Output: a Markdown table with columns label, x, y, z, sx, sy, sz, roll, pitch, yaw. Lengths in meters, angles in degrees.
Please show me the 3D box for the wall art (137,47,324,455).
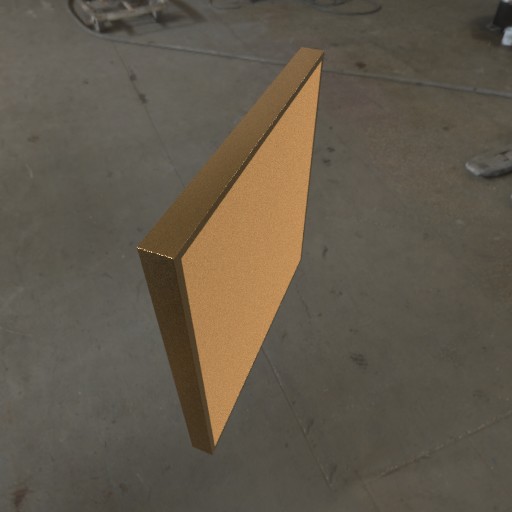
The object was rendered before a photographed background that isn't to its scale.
| label | x | y | z | sx | sy | sz | roll | pitch | yaw |
| --- | --- | --- | --- | --- | --- | --- | --- | --- | --- |
| wall art | 0.000 | 0.000 | 0.764 | 0.040 | 0.509 | 0.509 | 16 | 49 | 15 |
